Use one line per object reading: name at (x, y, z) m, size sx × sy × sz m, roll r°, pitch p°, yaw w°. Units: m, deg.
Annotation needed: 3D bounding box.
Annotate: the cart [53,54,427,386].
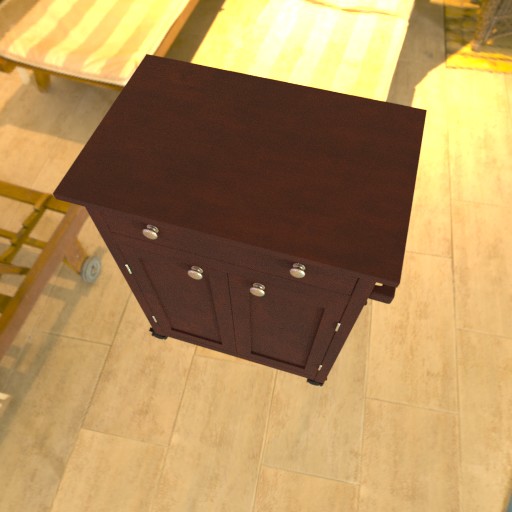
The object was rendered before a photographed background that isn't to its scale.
cart at (0.000, 0.000, 1.281) m, size 0.683 × 0.864 × 0.442 m, roll 15°, pitch 61°, yaw 8°
